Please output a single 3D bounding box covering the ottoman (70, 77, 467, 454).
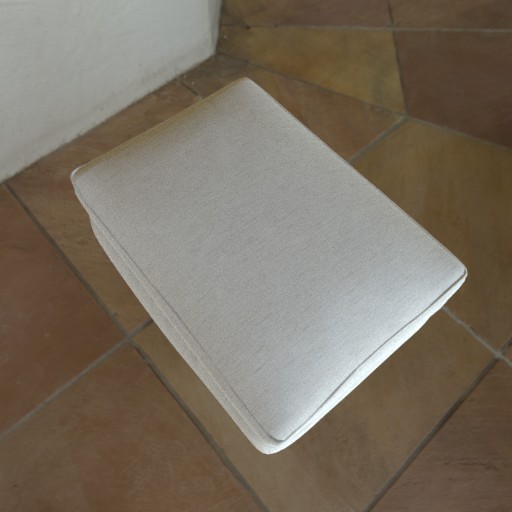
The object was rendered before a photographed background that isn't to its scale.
[{"bbox_3d":[0.000,0.000,0.959,0.501,0.406,0.665,-36,68,-17],"label":"ottoman"}]
